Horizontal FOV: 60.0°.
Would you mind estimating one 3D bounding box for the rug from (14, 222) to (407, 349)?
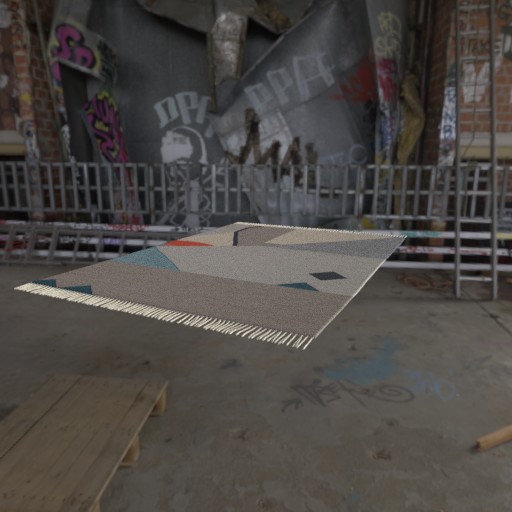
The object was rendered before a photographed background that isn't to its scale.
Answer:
[{"bbox_3d":[0.000,0.000,2.254,1.220,0.005,1.828,7,15,26],"label":"rug"}]
